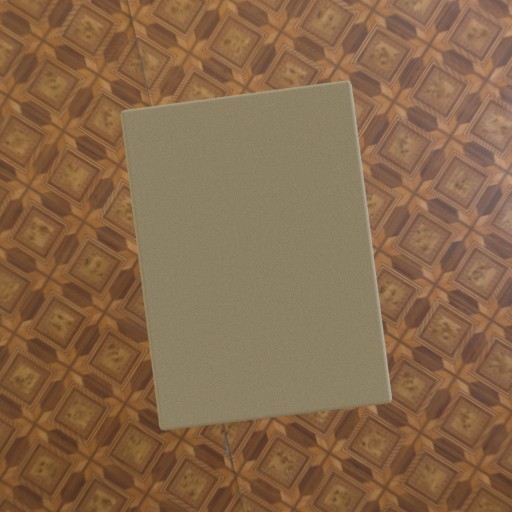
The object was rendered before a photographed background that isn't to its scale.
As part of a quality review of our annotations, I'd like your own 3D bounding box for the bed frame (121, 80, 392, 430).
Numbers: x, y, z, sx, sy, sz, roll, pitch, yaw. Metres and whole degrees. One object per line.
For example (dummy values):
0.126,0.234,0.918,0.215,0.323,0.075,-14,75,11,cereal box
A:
0.000,0.000,3.877,2.205,0.680,2.842,0,90,1,bed frame
